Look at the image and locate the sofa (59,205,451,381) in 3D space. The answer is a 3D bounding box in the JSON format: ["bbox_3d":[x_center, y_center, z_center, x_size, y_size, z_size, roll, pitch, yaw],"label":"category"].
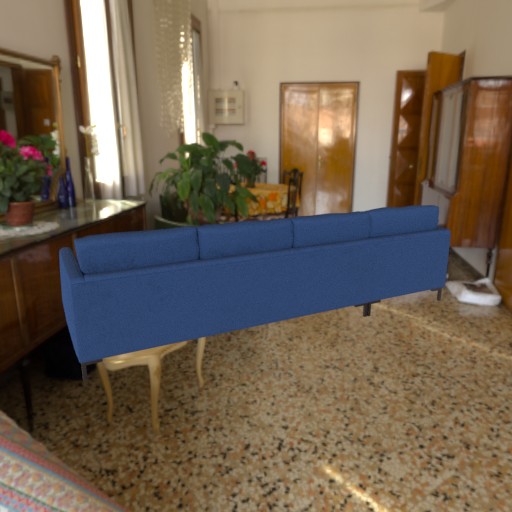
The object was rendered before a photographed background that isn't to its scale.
[{"bbox_3d":[0.000,0.000,2.988,2.450,0.679,1.128,-8,17,-26],"label":"sofa"}]
